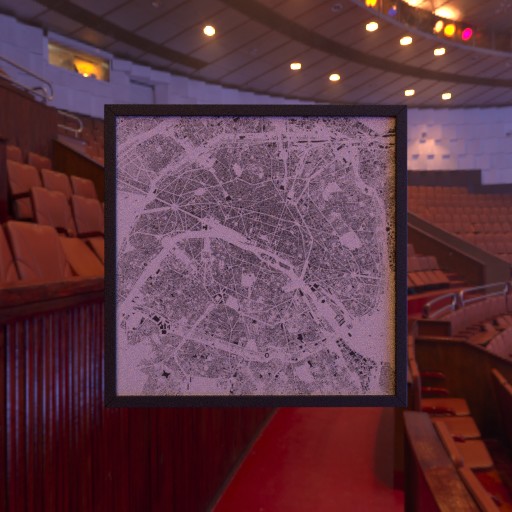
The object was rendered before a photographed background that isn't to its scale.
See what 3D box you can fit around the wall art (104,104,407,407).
[{"bbox_3d":[0.000,0.000,1.133,0.763,0.763,0.037,0,0,0],"label":"wall art"}]
